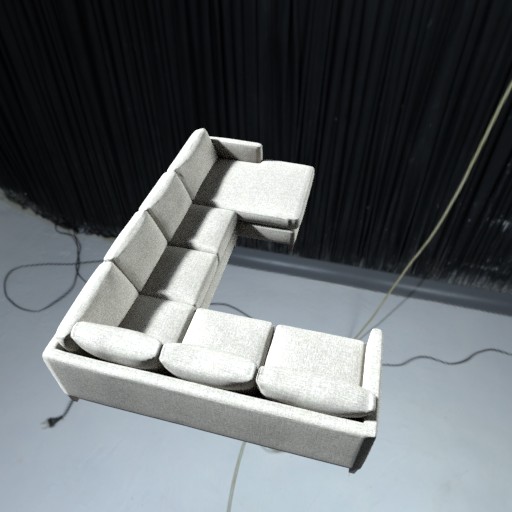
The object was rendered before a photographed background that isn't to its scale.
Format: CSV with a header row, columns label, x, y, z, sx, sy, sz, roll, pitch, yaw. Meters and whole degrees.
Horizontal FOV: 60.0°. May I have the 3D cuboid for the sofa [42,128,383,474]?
label,x,y,z,sx,sy,sz,roll,pitch,yaw
sofa,0.000,0.000,4.527,2.593,0.959,3.460,10,46,10
